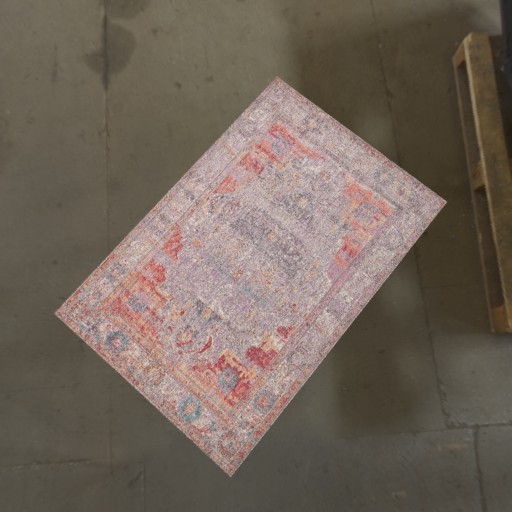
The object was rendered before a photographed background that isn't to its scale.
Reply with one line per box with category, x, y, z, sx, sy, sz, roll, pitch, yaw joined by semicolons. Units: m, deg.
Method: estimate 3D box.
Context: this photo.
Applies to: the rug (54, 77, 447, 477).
rug;0.000;0.000;2.379;1.219;0.005;1.829;39;80;8
